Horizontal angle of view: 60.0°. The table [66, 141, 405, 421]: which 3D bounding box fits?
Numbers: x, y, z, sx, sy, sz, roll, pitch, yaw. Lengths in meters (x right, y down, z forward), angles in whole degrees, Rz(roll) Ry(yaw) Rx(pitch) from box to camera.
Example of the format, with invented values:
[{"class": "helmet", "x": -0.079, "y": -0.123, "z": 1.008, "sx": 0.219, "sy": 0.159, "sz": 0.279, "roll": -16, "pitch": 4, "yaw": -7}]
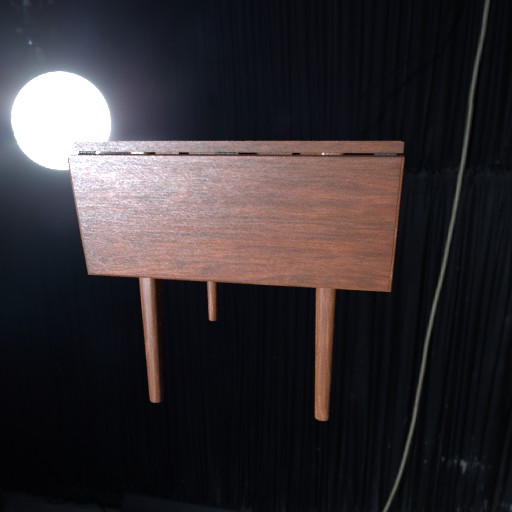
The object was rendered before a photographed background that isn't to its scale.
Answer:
[{"class": "table", "x": 0.000, "y": 0.000, "z": 1.521, "sx": 0.812, "sy": 0.763, "sz": 0.843, "roll": 3, "pitch": 15, "yaw": 10}]
